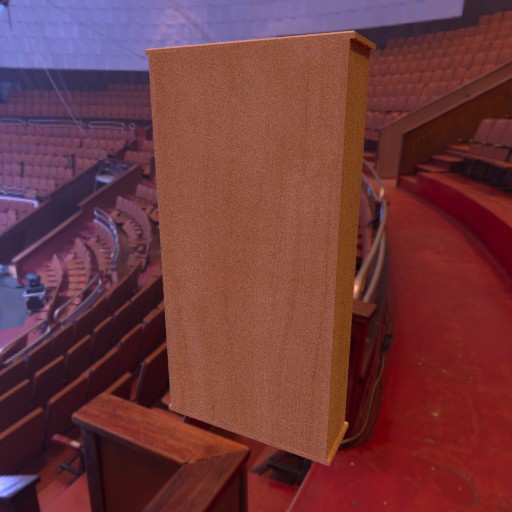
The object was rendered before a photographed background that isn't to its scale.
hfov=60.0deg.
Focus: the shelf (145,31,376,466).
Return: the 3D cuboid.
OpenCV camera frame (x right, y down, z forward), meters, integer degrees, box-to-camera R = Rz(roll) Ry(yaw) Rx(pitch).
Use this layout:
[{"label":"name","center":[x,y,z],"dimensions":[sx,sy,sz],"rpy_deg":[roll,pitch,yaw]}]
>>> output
[{"label":"shelf","center":[0.000,0.000,1.191],"dimensions":[0.520,1.030,0.175],"rpy_deg":[9,19,26]}]
